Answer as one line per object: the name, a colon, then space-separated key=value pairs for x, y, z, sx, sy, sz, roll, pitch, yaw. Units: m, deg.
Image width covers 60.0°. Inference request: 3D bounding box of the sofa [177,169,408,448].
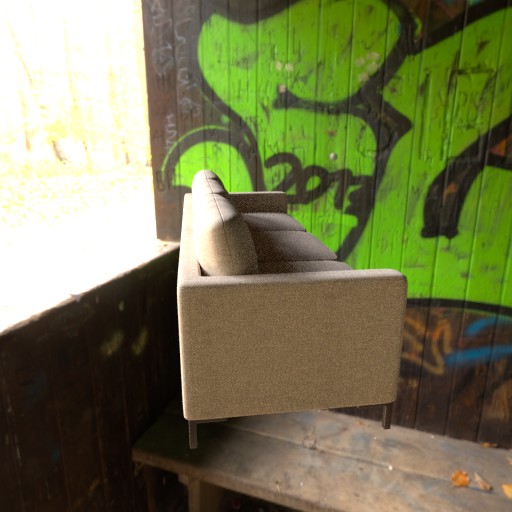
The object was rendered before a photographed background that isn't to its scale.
sofa: x=0.000 y=0.000 z=2.660 sx=0.859 sy=0.874 sz=2.218 roll=-2 pitch=16 yaw=-8
